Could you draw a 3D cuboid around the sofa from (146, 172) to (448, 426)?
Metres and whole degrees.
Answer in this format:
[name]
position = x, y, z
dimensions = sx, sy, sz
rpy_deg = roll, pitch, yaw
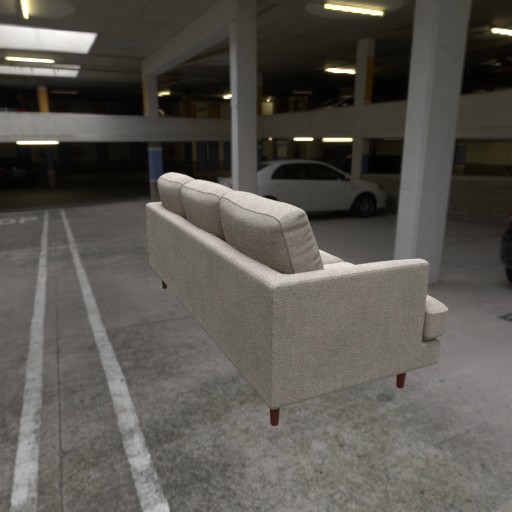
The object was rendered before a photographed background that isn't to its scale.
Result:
[sofa]
position = 0.000, 0.000, 2.768
dimensions = 0.903, 0.930, 2.246
rpy_deg = -7, 16, -24
